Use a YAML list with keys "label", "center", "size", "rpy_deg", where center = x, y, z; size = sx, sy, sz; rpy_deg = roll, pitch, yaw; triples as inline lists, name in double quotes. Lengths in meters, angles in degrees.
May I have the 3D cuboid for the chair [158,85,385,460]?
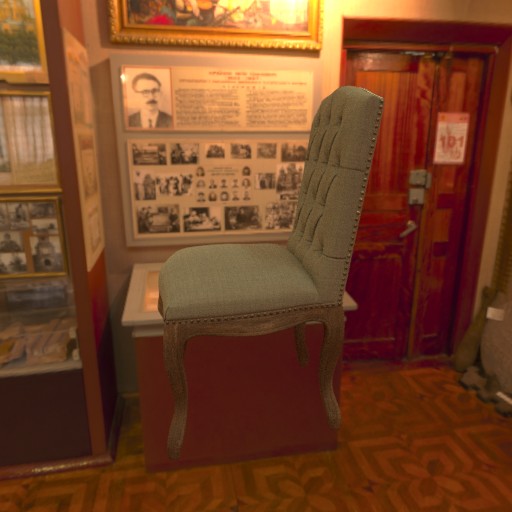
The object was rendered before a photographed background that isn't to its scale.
- label: "chair"
  center: [0.000, 0.000, 1.639]
  size: [0.731, 1.191, 0.637]
  rpy_deg: [-2, 16, -8]
